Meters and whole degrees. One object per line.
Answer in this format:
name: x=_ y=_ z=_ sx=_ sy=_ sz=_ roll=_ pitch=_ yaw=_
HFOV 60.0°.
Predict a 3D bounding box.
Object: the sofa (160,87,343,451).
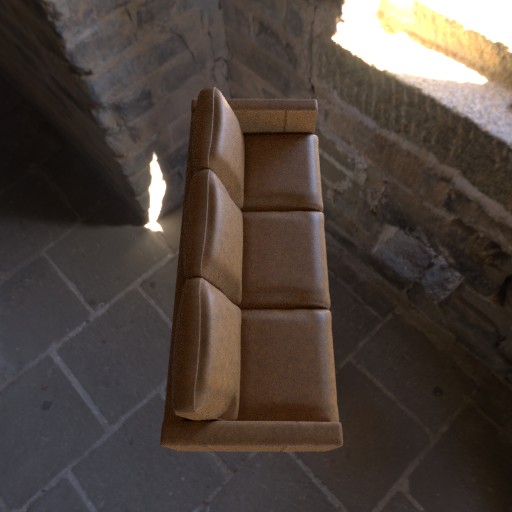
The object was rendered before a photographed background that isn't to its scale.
sofa: x=0.000 y=0.000 z=2.790 sx=0.903 sy=0.930 sz=2.231 roll=0 pitch=64 yaw=0
